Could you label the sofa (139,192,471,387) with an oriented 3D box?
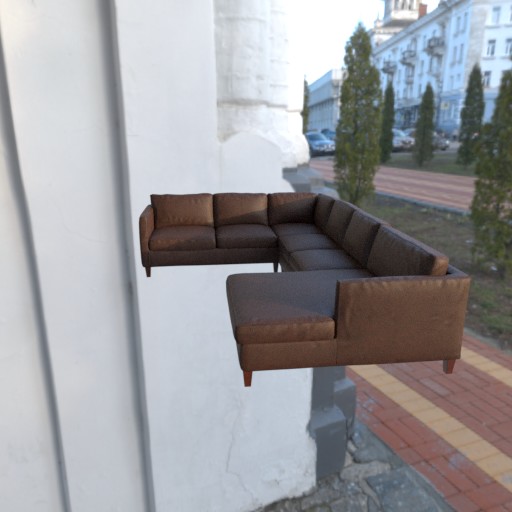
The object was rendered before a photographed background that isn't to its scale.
[{"bbox_3d":[0.000,0.000,4.552,2.593,0.923,3.460,-2,16,-6],"label":"sofa"}]
